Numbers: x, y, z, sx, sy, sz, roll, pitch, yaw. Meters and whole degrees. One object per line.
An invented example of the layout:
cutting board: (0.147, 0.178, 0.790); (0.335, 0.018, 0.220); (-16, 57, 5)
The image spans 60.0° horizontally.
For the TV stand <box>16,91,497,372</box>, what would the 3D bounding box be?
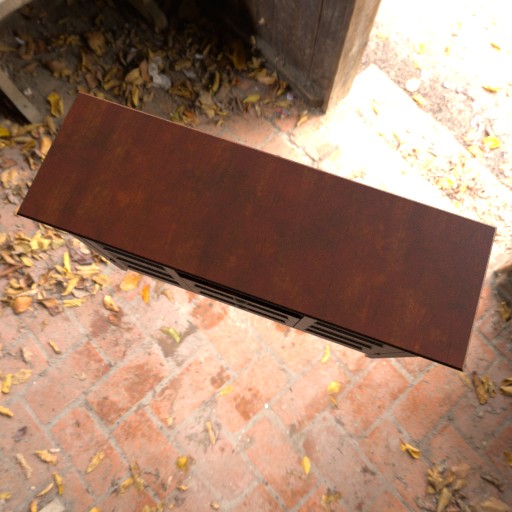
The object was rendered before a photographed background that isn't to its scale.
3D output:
TV stand: (0.000, 0.000, 1.766); (1.372, 0.915, 0.445); (19, 77, 4)
